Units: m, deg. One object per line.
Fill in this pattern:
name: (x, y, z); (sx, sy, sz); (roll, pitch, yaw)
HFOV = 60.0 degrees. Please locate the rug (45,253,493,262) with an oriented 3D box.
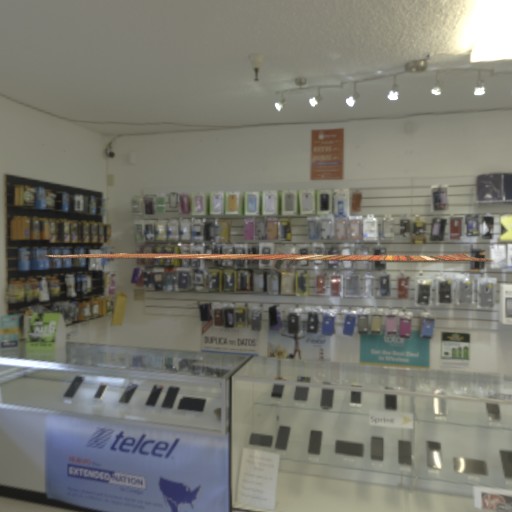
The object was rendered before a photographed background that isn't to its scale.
rug: (0.000, 0.000, 2.689); (2.444, 0.030, 0.799); (0, 2, 18)
